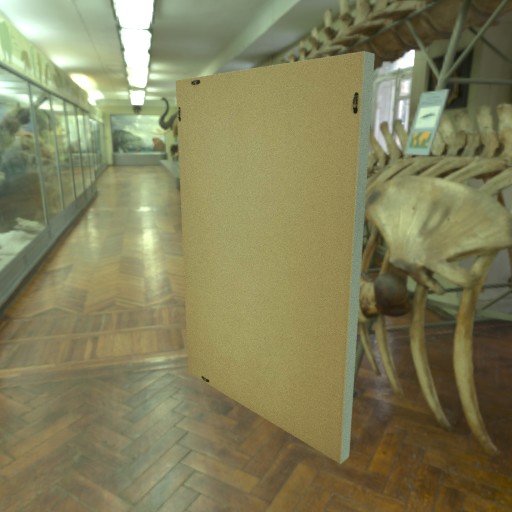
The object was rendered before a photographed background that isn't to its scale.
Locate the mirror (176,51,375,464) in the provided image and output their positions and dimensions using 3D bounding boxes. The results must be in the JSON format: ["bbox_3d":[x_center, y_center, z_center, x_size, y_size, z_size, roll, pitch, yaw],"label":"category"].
[{"bbox_3d":[0.000,0.000,1.167,0.041,0.915,0.609,-14,21,-43],"label":"mirror"}]
